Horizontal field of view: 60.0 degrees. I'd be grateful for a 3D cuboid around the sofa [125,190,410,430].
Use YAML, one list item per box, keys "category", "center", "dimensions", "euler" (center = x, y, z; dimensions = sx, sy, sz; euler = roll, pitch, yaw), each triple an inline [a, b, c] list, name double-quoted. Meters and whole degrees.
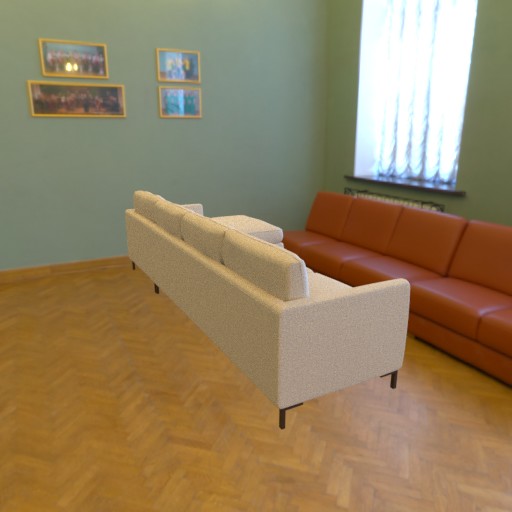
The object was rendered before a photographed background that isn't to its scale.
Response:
- category: "sofa"
  center: [0.000, 0.000, 3.211]
  dimensions: [1.258, 0.755, 2.731]
  euler: [-8, 18, -27]
